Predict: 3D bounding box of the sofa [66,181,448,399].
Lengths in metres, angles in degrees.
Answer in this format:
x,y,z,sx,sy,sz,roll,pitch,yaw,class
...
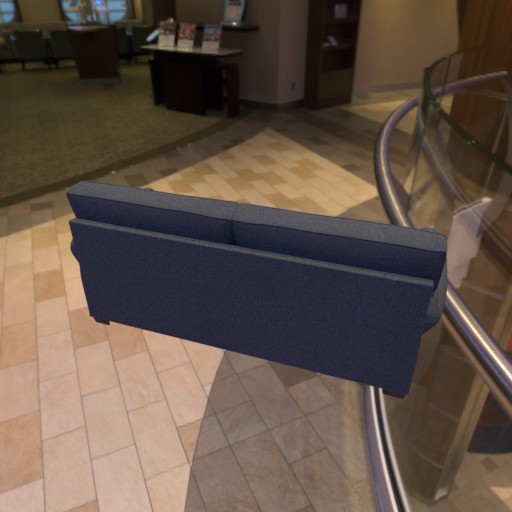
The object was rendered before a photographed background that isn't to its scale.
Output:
x,y,z,sx,sy,sz,roll,pitch,yaw,class
0.000,0.000,2.996,2.391,1.026,0.954,10,32,16,sofa
